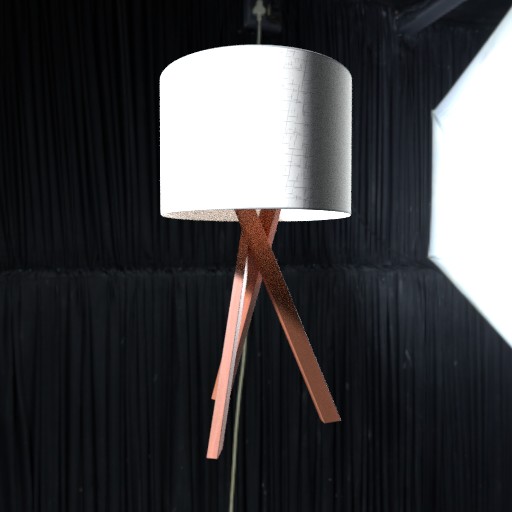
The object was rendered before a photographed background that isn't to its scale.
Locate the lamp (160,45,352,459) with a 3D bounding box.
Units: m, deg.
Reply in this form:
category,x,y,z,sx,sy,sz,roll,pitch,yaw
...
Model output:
category,x,y,z,sx,sy,sz,roll,pitch,yaw
lamp,0.000,0.000,0.908,0.380,0.686,0.380,0,2,-18
